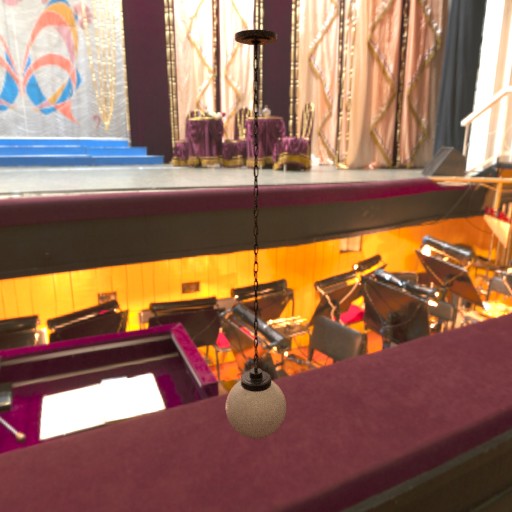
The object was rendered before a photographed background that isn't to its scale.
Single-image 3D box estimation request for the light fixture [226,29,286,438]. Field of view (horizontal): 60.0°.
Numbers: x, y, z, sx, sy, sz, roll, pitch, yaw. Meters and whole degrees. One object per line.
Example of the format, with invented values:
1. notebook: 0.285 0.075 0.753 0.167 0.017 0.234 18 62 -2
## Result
1. light fixture: 0.000 0.000 2.042 0.304 1.867 0.305 -7 16 -25
